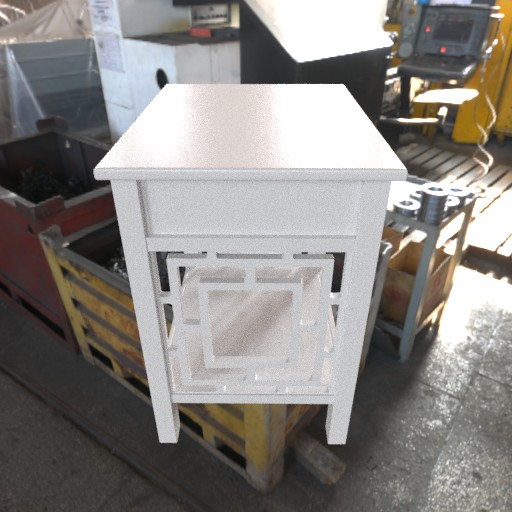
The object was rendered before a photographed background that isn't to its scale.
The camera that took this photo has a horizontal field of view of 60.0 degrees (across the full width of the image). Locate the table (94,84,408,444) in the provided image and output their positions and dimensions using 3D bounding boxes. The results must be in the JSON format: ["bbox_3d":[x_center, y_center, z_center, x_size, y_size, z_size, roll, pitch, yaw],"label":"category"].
[{"bbox_3d":[0.000,0.000,1.028,0.451,0.646,0.564,0,32,0],"label":"table"}]
